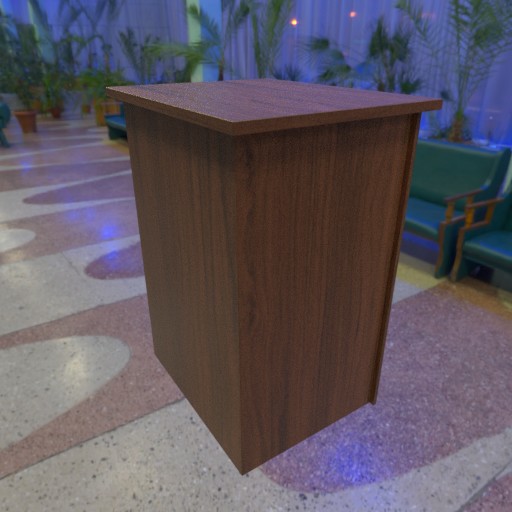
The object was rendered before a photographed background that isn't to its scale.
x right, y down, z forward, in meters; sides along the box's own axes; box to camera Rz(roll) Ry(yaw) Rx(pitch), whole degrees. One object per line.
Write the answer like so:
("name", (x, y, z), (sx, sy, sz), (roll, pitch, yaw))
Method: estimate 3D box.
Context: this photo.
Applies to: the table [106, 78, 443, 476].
("table", (0.000, 0.000, 0.913), (0.381, 0.636, 0.480), (-16, 30, -30))
